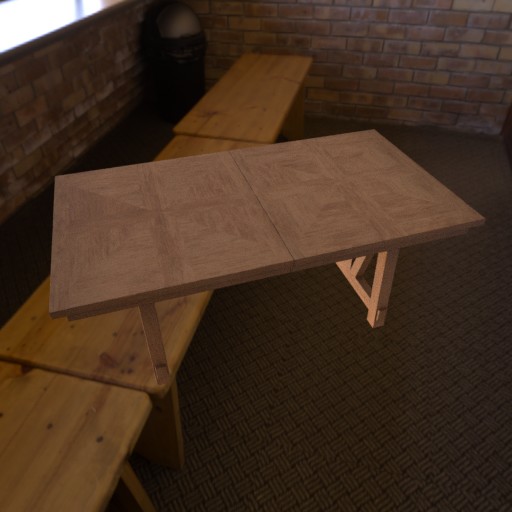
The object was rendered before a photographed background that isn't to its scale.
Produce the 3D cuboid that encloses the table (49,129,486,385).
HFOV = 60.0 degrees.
[{"bbox_3d":[0.000,0.000,2.420,1.881,0.768,1.016,-12,41,-14],"label":"table"}]
